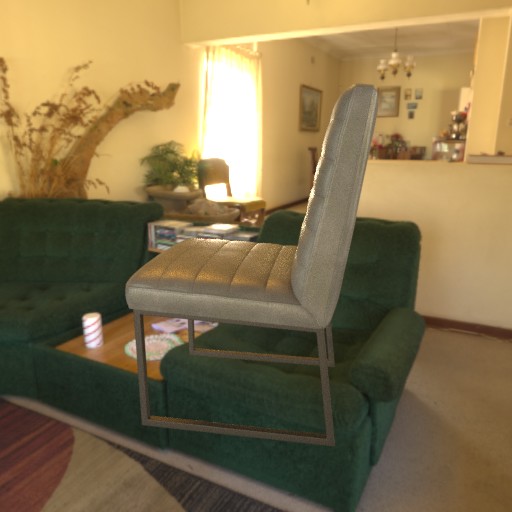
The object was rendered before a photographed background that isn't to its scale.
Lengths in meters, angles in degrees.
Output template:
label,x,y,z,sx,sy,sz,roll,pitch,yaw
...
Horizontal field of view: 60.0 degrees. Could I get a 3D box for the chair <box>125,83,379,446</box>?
label,x,y,z,sx,sy,sz,roll,pitch,yaw
chair,0.000,0.000,1.349,0.634,0.930,0.520,2,15,9
